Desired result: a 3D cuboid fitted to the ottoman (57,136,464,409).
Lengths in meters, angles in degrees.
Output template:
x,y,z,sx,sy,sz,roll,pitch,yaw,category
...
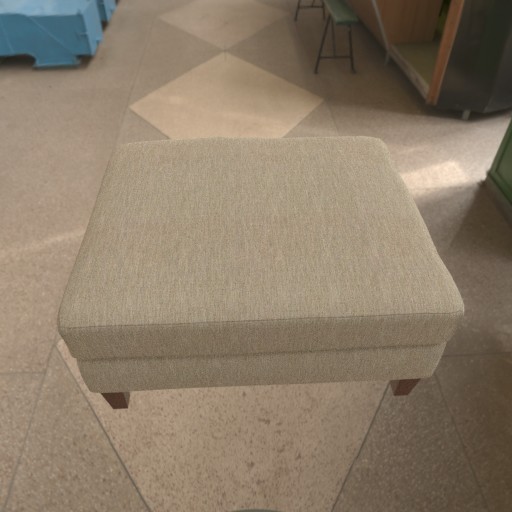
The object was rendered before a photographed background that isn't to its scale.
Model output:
x,y,z,sx,sy,sz,roll,pitch,yaw,category
0.000,0.000,1.445,0.976,0.492,0.836,-2,45,-2,ottoman
